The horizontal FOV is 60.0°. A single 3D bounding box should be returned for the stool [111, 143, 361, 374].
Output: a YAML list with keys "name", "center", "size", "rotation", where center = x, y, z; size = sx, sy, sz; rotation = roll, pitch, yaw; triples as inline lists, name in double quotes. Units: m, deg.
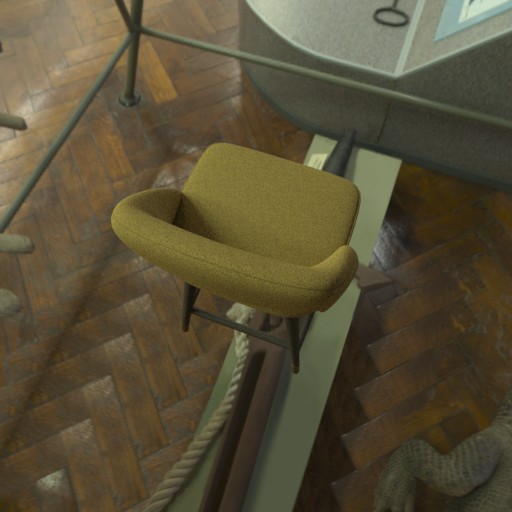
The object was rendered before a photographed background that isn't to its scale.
- name: "stool"
  center: [0.000, 0.000, 1.280]
  size: [0.536, 0.939, 0.522]
  rotation: [19, 66, 9]
